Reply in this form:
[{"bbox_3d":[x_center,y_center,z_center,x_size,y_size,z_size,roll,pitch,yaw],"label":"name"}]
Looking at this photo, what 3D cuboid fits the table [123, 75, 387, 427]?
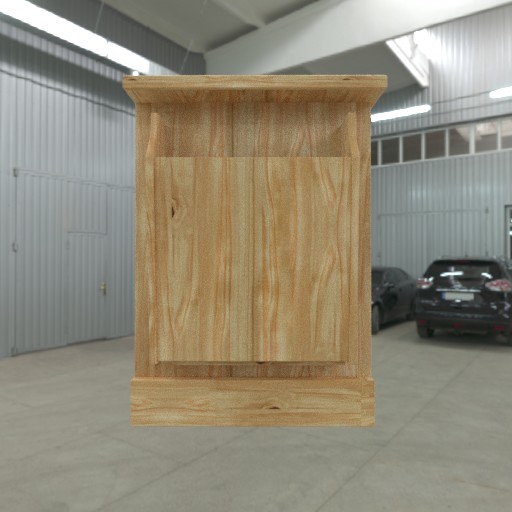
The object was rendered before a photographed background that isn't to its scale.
[{"bbox_3d":[0.000,0.000,0.866,0.380,0.515,0.530,0,-1,0],"label":"table"}]
